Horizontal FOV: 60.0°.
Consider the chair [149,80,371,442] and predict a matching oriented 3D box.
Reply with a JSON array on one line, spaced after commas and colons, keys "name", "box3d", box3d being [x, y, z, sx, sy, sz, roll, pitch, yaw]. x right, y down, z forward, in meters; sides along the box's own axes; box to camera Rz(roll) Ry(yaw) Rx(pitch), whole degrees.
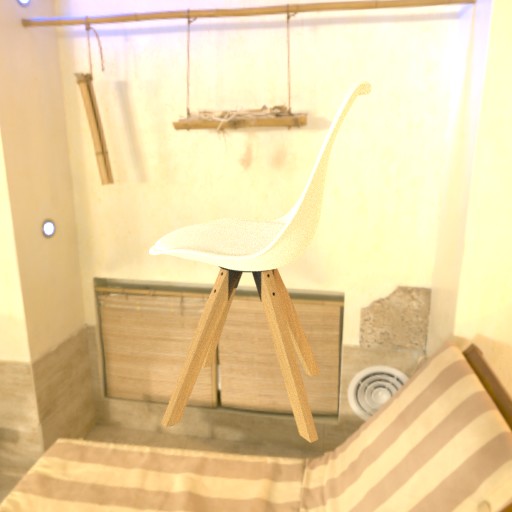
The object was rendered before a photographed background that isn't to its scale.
[{"name": "chair", "box3d": [0.000, 0.000, 1.193, 0.550, 0.849, 0.485, 2, 14, 9]}]
